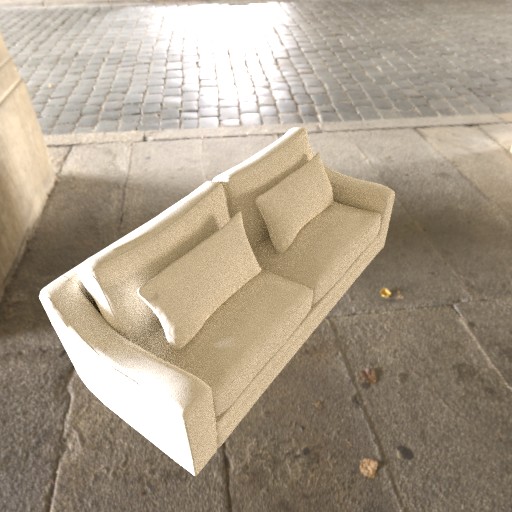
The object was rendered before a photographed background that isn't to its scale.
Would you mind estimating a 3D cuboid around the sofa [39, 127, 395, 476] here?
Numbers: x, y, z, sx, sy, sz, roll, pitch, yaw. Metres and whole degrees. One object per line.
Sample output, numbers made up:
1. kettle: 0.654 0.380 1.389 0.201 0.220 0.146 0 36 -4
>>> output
1. sofa: 0.000 0.000 3.025 1.009 1.022 2.470 25 45 27
